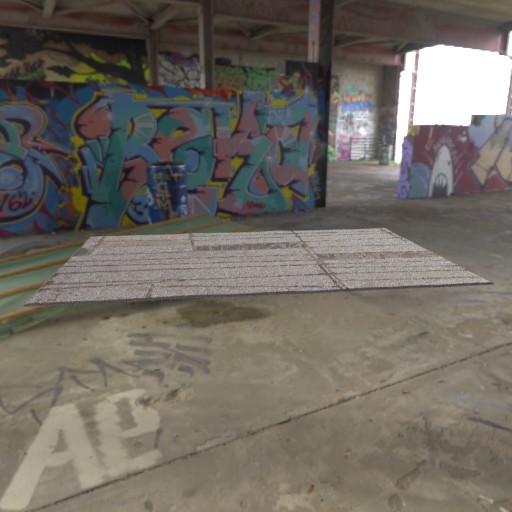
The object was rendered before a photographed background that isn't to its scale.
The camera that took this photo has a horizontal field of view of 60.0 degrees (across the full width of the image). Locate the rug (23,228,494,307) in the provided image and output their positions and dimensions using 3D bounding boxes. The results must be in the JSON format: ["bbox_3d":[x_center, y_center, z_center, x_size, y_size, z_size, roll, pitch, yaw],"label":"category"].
[{"bbox_3d":[0.000,0.000,1.050,0.867,0.007,0.515,-2,16,-7],"label":"rug"}]
